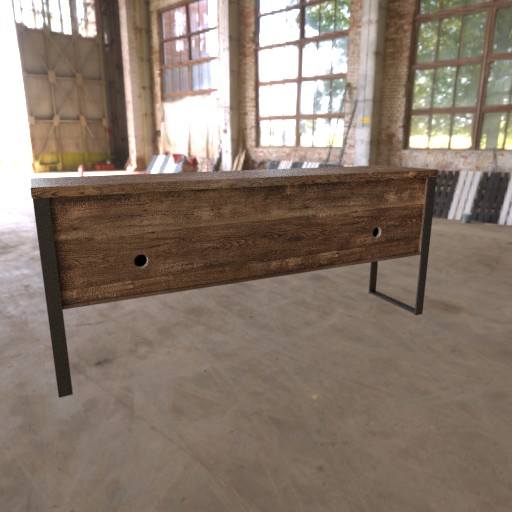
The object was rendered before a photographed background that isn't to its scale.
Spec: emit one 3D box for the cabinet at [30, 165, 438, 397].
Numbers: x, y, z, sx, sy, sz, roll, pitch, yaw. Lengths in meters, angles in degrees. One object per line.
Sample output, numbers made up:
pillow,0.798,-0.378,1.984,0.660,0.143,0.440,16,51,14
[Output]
cabinet,0.000,0.000,2.069,1.800,0.762,0.395,-7,17,-25
